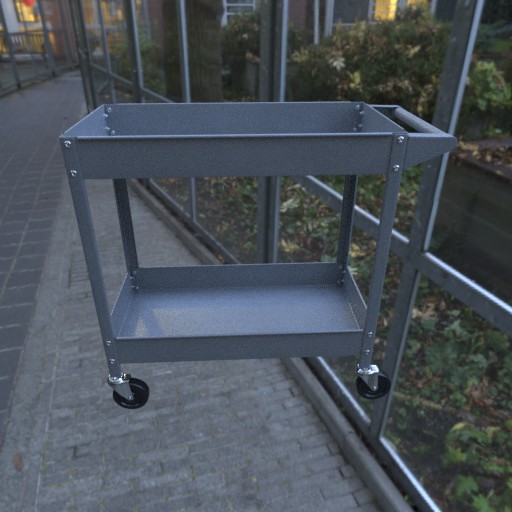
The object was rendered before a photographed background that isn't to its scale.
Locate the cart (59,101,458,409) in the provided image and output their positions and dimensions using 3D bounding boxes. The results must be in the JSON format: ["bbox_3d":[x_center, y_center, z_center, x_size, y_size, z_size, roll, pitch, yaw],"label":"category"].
[{"bbox_3d":[0.000,0.000,1.168,0.779,0.719,0.366,-1,29,-3],"label":"cart"}]
